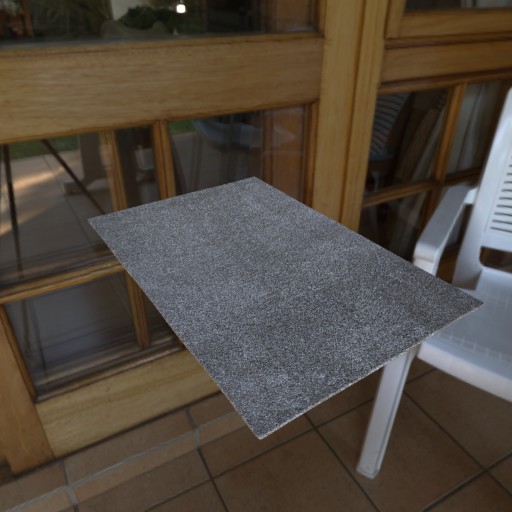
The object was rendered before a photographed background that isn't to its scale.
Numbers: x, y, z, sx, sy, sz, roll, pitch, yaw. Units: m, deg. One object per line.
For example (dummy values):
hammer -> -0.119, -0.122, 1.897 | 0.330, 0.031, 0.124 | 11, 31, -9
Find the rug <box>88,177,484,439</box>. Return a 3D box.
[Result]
rug -> 0.000, 0.000, 3.436 | 1.802, 0.026, 2.699 | -20, 37, -29
